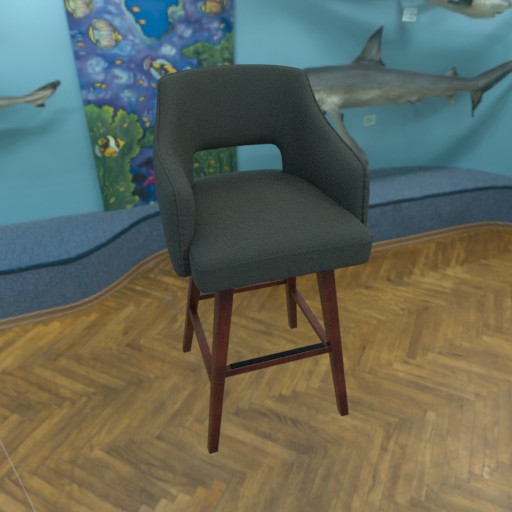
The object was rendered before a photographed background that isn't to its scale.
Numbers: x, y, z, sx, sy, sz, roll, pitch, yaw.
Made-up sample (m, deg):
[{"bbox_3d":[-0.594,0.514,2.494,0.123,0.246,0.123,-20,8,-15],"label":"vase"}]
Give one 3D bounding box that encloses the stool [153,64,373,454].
[{"bbox_3d":[0.000,0.000,1.360,0.548,1.012,0.558,-10,34,-15],"label":"stool"}]
